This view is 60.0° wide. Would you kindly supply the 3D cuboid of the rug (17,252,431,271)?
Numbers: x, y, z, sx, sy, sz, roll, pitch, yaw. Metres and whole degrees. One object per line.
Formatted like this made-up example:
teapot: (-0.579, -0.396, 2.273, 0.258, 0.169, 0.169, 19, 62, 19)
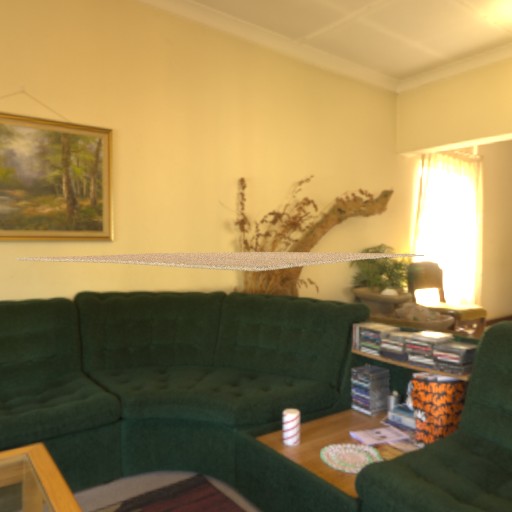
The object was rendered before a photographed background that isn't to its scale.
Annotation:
rug: (0.000, 0.000, 2.881, 1.624, 0.030, 2.264, 1, 2, 36)
